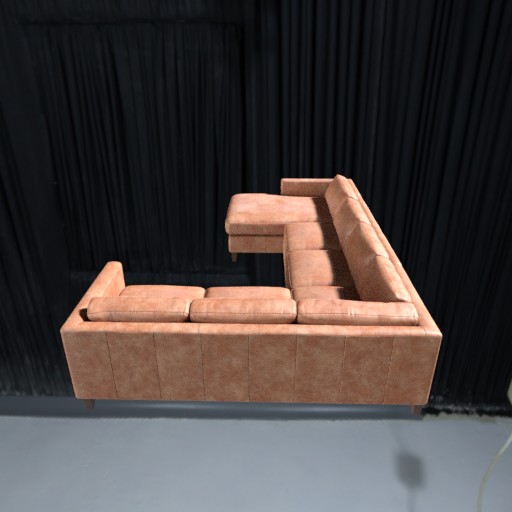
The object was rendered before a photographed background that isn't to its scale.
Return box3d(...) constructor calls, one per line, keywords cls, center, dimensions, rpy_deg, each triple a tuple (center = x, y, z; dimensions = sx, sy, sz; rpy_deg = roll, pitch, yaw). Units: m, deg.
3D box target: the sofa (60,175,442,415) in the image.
box3d(cls="sofa", center=(0.000, 0.000, 4.443), dimensions=(2.430, 0.832, 3.401), rpy_deg=(1, 26, 1))
